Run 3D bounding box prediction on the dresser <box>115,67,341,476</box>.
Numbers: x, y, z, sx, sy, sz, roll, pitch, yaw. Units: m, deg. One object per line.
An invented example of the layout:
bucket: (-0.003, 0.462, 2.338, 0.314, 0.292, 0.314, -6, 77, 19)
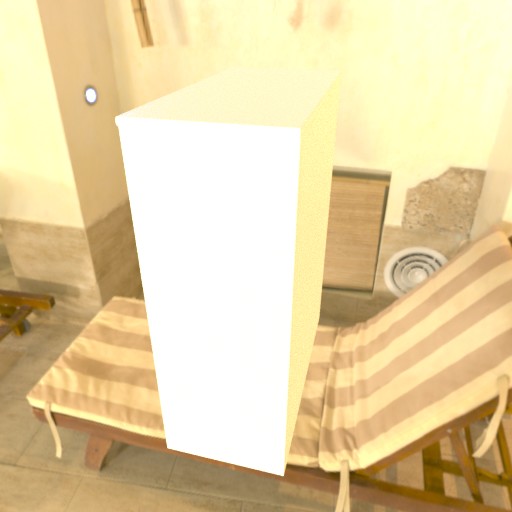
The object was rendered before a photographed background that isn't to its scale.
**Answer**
dresser: (0.000, 0.000, 1.448, 0.380, 1.040, 0.800, 7, 31, 13)
